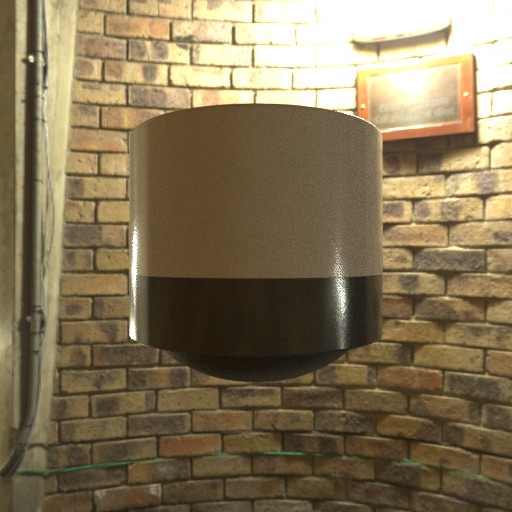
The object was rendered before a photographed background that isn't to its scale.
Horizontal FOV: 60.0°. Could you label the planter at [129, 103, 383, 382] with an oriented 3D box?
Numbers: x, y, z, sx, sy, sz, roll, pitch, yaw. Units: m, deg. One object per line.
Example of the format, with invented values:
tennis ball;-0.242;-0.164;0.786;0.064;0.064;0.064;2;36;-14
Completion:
planter;0.000;0.000;0.351;0.193;0.177;0.193;0;0;0
